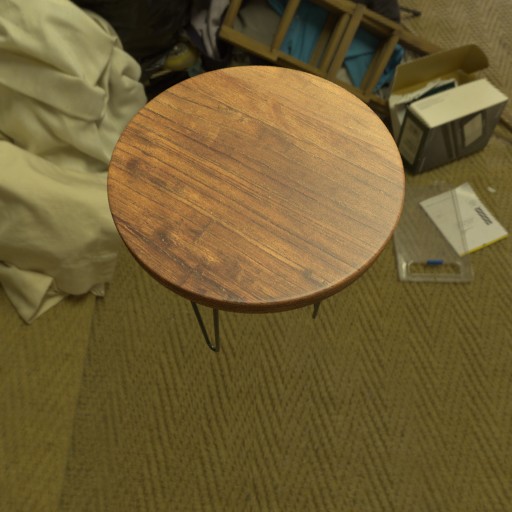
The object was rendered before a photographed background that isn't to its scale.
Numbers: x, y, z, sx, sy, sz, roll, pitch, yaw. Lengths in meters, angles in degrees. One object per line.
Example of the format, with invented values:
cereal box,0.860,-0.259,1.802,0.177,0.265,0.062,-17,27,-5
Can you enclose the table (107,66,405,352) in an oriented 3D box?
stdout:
table,0.000,0.000,0.827,0.400,0.520,0.400,0,62,0
